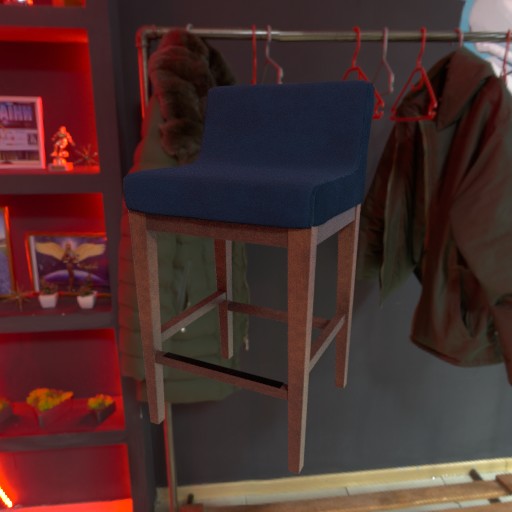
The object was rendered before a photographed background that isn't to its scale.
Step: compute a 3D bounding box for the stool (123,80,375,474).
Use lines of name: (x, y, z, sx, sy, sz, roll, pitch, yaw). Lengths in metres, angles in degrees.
stool: (0.000, 0.000, 1.255, 0.511, 0.945, 0.516, 8, 18, 25)
